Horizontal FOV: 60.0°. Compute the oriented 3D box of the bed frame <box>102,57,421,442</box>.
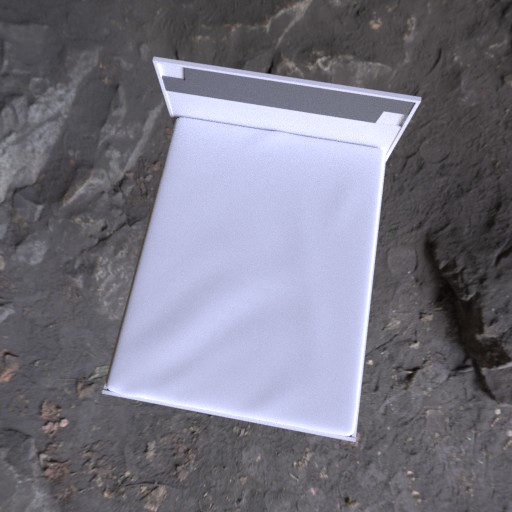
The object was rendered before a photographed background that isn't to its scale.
[{"bbox_3d":[0.000,0.000,2.986,1.711,1.001,2.100,10,74,3],"label":"bed frame"}]
